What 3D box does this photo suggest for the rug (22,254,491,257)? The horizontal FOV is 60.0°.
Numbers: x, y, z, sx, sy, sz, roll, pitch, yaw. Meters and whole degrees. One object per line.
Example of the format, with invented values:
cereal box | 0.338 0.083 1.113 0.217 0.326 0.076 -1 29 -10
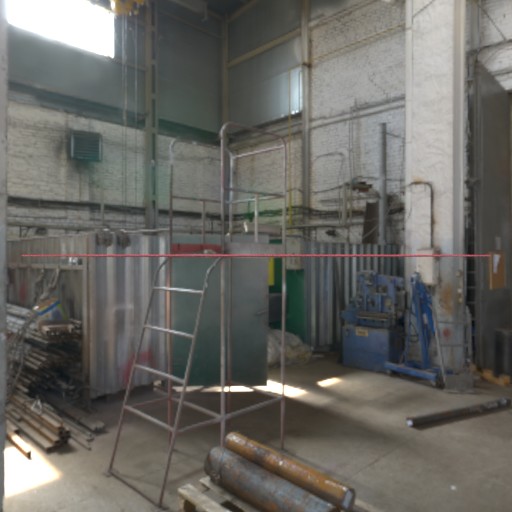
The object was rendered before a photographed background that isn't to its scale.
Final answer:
rug | 0.000 0.000 2.316 1.814 0.008 1.209 0 0 0
